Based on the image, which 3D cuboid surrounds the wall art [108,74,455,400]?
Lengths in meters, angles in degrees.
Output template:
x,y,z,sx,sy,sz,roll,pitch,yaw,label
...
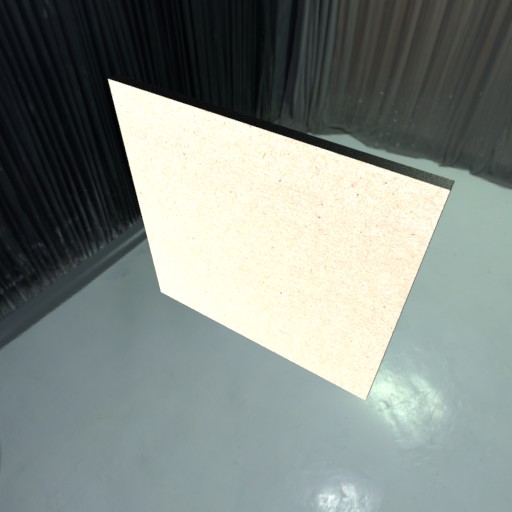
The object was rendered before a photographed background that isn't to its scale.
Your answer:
x,y,z,sx,sy,sz,roll,pitch,yaw,label
0.000,0.000,1.163,0.773,0.775,0.031,24,51,21,wall art
